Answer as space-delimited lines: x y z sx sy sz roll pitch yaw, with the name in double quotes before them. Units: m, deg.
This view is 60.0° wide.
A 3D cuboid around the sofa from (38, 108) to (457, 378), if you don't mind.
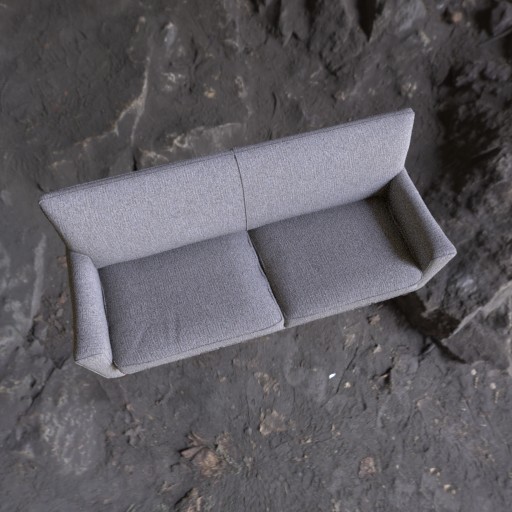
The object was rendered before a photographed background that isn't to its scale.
"sofa" 0.000 0.000 2.519 2.026 0.942 0.854 -15 66 -7
